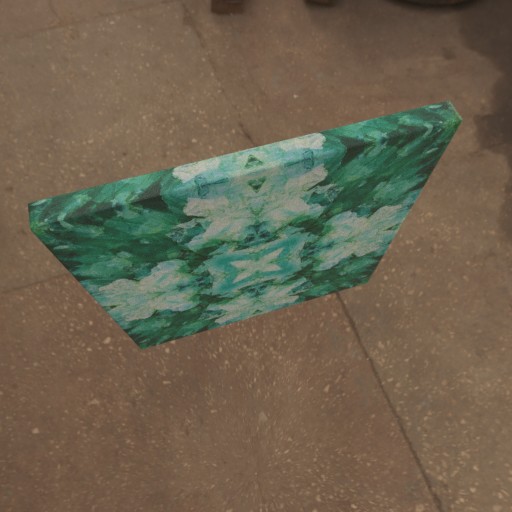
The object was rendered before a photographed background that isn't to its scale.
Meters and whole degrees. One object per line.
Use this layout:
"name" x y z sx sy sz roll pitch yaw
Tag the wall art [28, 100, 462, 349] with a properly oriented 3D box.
"wall art" 0.000 0.000 0.729 0.507 0.508 0.038 -15 65 -7
